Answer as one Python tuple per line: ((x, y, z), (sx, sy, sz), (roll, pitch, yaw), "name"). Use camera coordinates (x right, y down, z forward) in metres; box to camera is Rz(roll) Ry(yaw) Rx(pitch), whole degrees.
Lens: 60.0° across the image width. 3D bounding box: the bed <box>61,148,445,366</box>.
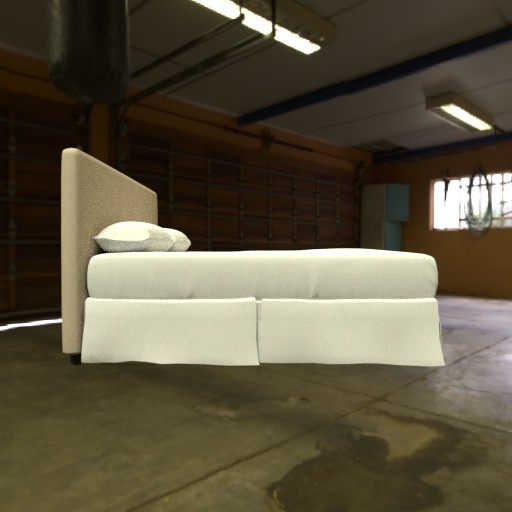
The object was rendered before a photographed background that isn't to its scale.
((0.000, 0.000, 3.638), (2.319, 1.317, 2.119), (0, 1, 0), "bed")
